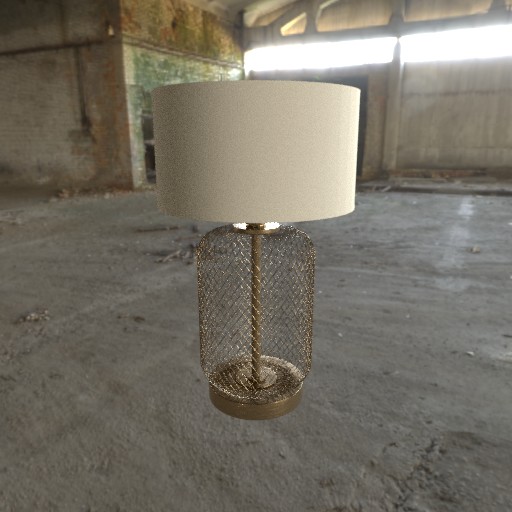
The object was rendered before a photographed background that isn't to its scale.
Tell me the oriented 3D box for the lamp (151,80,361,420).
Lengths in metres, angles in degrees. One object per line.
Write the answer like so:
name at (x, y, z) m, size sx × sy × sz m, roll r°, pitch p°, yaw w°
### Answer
lamp at (0.000, 0.000, 0.836) m, size 0.353 × 0.578 × 0.353 m, roll 0°, pitch 15°, yaw 0°
